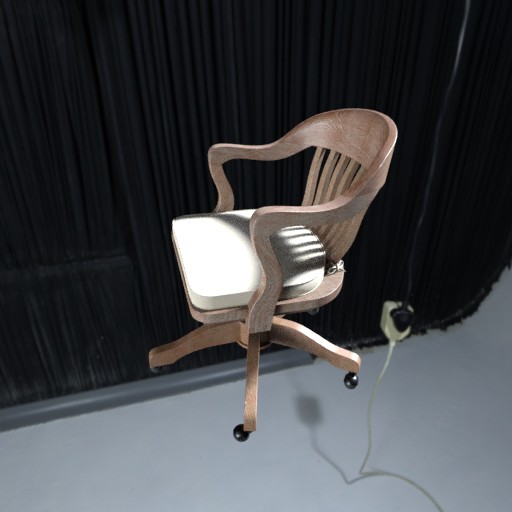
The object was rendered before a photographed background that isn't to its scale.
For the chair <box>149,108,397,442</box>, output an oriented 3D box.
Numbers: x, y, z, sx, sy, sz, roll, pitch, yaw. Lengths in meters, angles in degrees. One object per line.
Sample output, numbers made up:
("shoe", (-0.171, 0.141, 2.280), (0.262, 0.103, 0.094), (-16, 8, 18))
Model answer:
("chair", (0.000, 0.000, 1.466), (0.788, 0.878, 0.750), (-8, 31, -14))
